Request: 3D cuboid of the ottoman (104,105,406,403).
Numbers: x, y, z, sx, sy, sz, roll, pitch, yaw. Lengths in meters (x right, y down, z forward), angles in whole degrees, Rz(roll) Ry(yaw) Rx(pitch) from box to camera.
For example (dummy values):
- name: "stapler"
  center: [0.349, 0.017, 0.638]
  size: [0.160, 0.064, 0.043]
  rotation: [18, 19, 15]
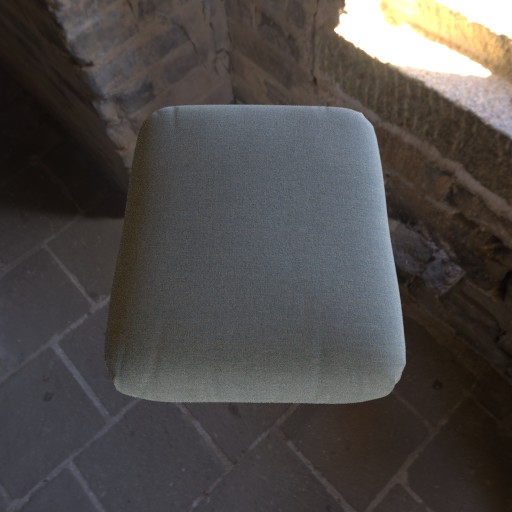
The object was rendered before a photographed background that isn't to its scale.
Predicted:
- name: "ottoman"
  center: [0.000, 0.000, 1.152]
  size: [0.622, 0.450, 0.747]
  rotation: [1, 65, 0]
